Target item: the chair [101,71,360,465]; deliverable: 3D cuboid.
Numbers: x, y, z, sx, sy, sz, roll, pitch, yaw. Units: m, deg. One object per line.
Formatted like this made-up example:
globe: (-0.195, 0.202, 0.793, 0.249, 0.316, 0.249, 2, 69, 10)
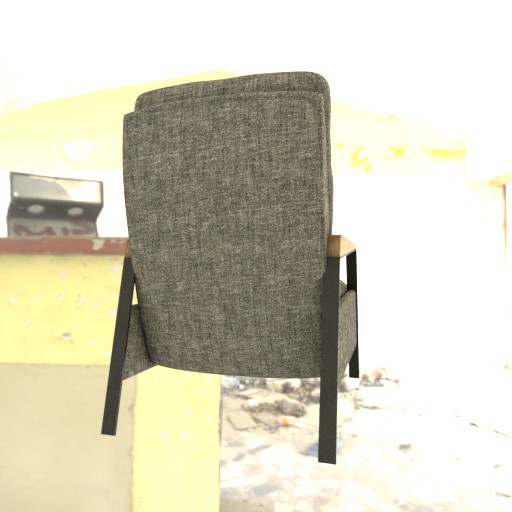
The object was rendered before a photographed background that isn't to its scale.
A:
chair: (0.000, 0.000, 1.604, 0.671, 1.042, 0.868, 0, -1, 17)
